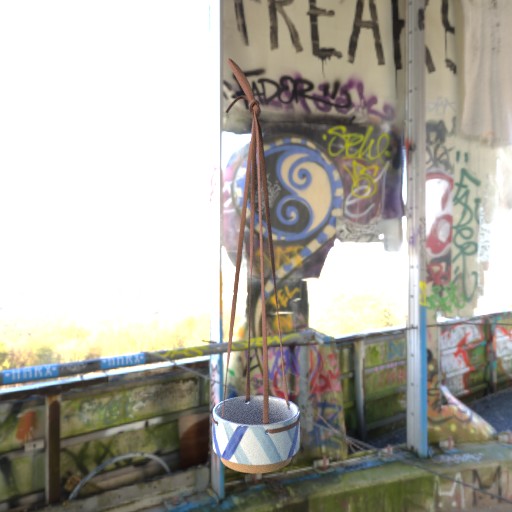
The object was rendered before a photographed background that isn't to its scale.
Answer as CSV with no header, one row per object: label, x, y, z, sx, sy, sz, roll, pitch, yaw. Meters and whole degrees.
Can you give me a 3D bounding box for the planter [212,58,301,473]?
planter,0.000,0.000,0.831,0.166,0.751,0.166,0,0,-36
